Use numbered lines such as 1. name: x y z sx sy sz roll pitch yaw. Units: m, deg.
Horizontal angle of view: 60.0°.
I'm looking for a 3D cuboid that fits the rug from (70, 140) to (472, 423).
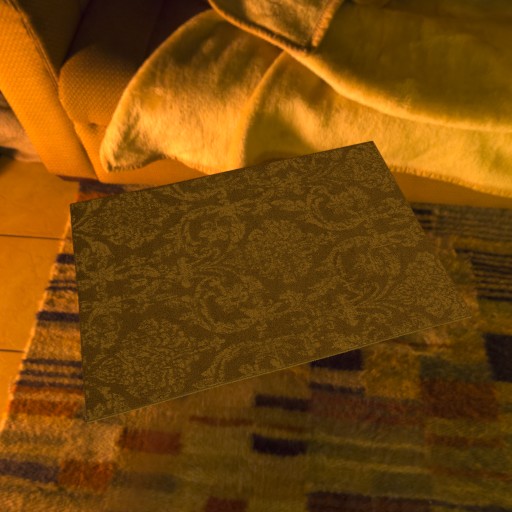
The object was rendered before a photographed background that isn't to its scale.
1. rug: 0.000 0.000 2.298 1.824 0.012 1.206 -13 60 -8
